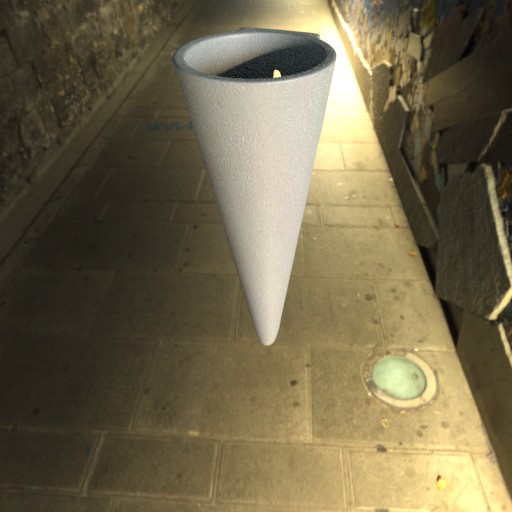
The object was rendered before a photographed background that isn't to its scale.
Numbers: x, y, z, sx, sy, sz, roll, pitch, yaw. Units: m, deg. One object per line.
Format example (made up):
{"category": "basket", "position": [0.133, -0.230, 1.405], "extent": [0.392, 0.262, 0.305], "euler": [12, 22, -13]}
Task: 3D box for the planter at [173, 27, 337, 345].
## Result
{"category": "planter", "position": [0.000, 0.000, 0.220], "extent": [0.057, 0.191, 0.064], "euler": [12, 42, 14]}
